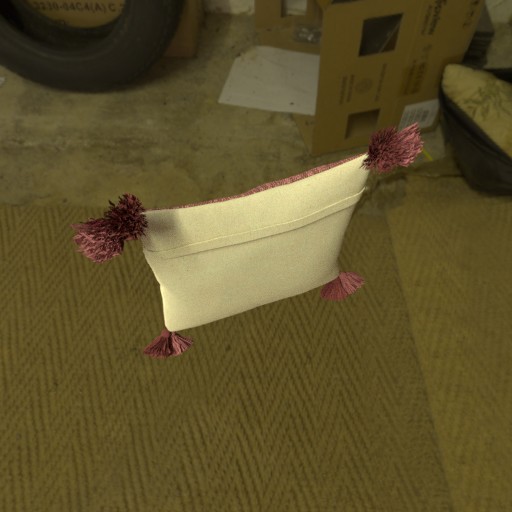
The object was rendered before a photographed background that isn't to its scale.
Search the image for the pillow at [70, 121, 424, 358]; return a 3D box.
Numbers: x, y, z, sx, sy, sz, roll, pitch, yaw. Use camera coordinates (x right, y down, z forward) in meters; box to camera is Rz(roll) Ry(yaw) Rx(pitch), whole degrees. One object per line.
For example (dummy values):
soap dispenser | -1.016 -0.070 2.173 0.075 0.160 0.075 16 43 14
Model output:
pillow | 0.000 0.000 0.984 0.641 0.659 0.138 -16 60 -10
